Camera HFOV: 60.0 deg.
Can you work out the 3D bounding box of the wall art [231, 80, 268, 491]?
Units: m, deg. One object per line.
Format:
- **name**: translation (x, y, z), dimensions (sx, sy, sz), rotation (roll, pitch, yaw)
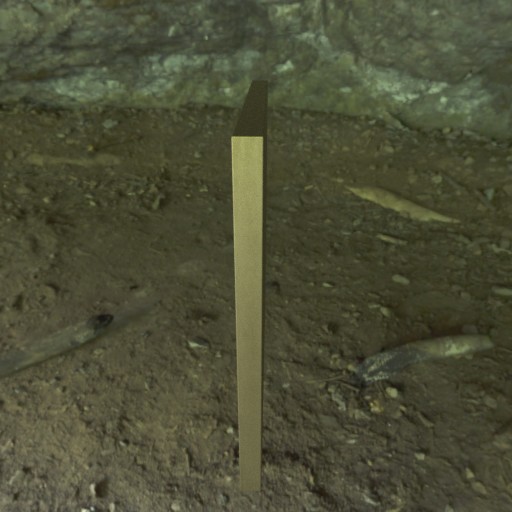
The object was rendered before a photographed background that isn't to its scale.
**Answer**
- **wall art**: translation (0.000, 0.000, 0.749), dimensions (0.031, 0.506, 0.503), rotation (1, 27, 2)
